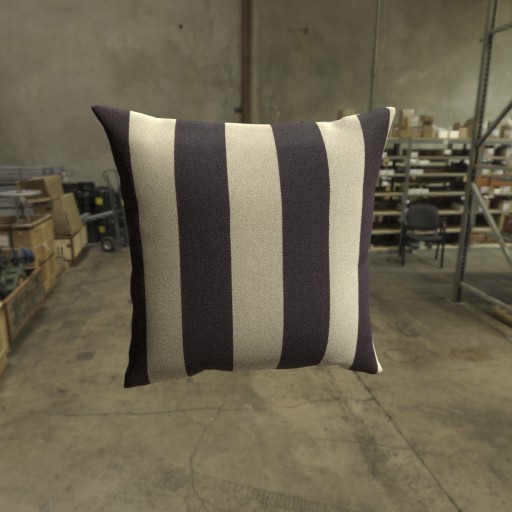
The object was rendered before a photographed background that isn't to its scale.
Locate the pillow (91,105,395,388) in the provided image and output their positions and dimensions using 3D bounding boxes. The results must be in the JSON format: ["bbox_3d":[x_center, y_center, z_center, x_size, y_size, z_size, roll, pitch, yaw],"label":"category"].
[{"bbox_3d":[0.000,0.000,0.815,0.536,0.526,0.189,-2,15,-9],"label":"pillow"}]
